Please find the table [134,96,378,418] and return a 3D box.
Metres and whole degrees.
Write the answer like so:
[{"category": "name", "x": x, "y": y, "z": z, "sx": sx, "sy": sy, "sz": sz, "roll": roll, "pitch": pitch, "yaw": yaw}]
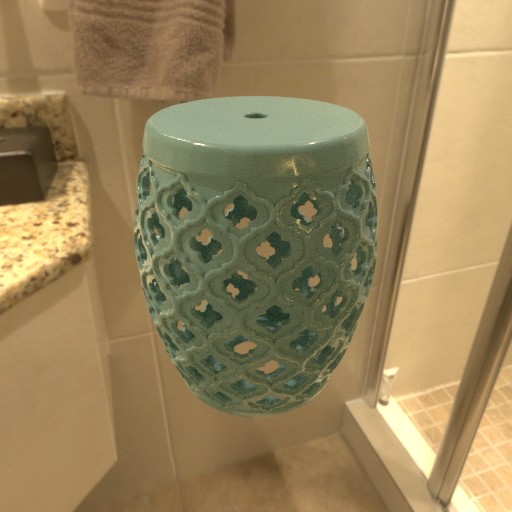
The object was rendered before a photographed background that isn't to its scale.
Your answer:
[{"category": "table", "x": 0.000, "y": 0.000, "z": 0.626, "sx": 0.325, "sy": 0.388, "sz": 0.325, "roll": 0, "pitch": 30, "yaw": 0}]
